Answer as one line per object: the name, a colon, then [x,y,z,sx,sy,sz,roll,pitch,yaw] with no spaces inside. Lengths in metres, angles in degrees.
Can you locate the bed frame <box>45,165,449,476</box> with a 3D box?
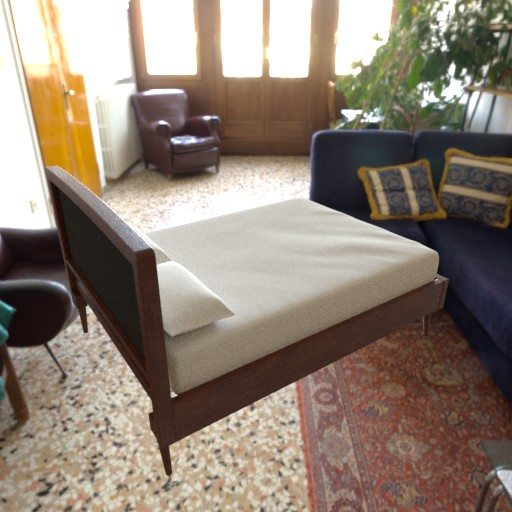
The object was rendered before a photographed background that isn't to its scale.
bed frame: [0.000,0.000,3.048,2.171,1.279,1.587,-17,30,-31]
